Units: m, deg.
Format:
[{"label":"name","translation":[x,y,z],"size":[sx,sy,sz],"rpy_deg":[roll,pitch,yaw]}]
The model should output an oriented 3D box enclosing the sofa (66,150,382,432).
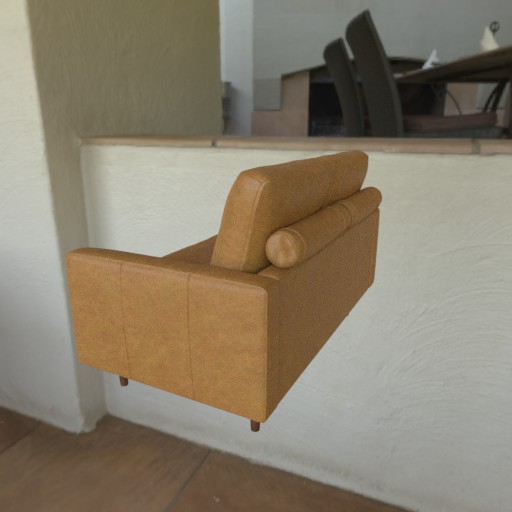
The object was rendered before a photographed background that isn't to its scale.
[{"label":"sofa","translation":[0.000,0.000,2.016],"size":[0.868,0.898,1.430],"rpy_deg":[8,18,26]}]
